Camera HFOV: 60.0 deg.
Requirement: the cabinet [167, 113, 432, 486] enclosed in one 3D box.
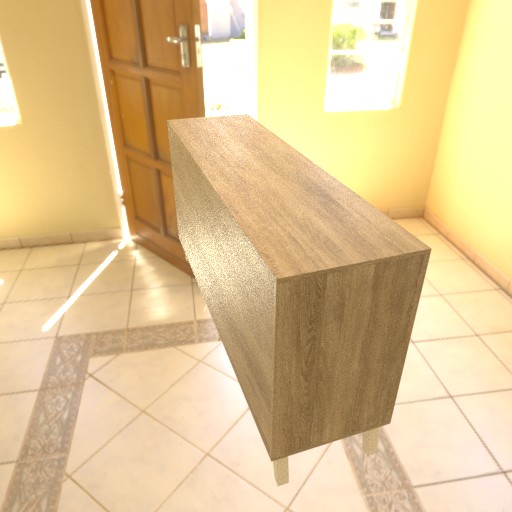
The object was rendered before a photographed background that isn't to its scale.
[{"bbox_3d":[0.000,0.000,2.004,0.450,0.870,1.600,-10,33,-16],"label":"cabinet"}]
